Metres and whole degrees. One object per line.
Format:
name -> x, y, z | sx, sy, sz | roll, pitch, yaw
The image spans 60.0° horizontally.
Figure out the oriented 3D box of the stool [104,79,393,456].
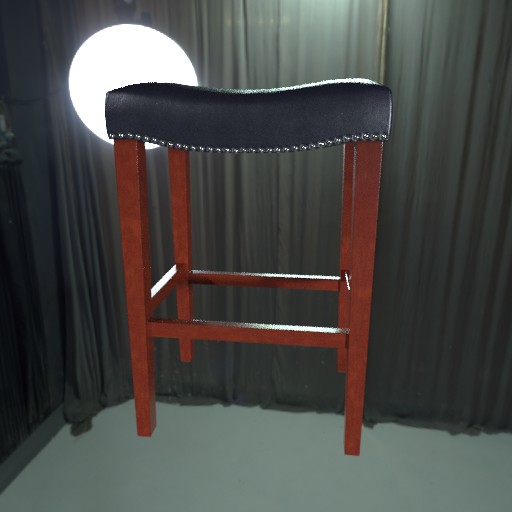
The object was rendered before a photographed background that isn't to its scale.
stool -> 0.000, 0.000, 1.014 | 0.504, 0.742, 0.372 | 2, 17, 7
